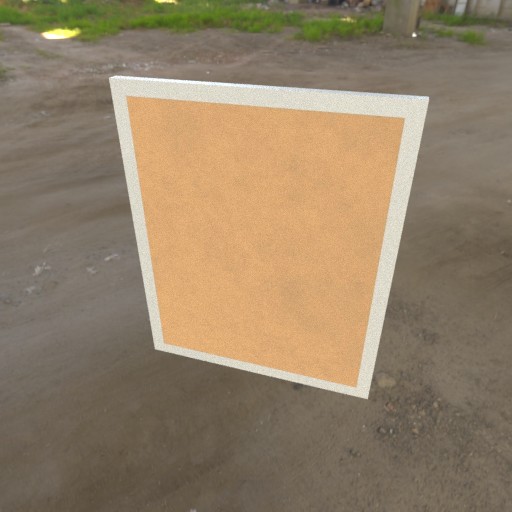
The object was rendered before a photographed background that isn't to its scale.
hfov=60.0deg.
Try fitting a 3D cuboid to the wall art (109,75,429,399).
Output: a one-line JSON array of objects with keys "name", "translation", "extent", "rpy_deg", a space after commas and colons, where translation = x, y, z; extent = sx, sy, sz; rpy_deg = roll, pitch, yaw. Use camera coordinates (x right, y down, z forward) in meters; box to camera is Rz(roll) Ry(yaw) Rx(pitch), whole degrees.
[{"name": "wall art", "translation": [0.000, 0.000, 1.112], "extent": [0.661, 0.811, 0.026], "rpy_deg": [9, 34, 14]}]
